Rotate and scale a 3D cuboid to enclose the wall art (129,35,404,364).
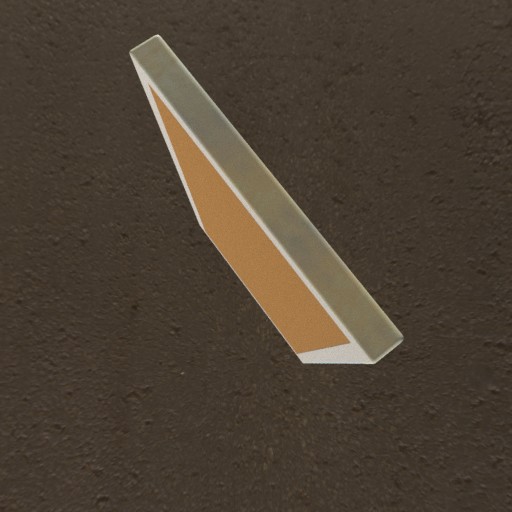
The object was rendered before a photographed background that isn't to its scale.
[{"bbox_3d":[0.000,0.000,0.728,0.038,0.610,0.401,-36,79,-8],"label":"wall art"}]
